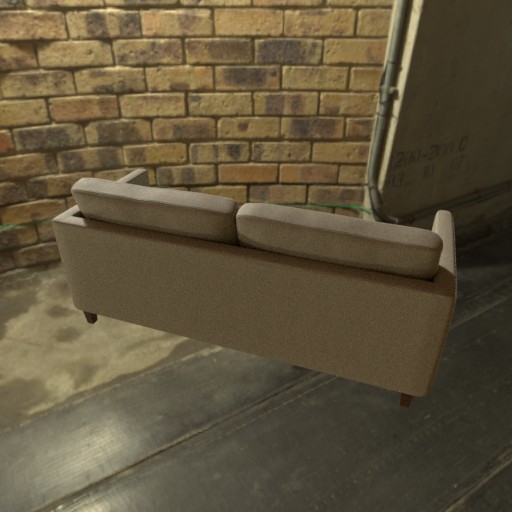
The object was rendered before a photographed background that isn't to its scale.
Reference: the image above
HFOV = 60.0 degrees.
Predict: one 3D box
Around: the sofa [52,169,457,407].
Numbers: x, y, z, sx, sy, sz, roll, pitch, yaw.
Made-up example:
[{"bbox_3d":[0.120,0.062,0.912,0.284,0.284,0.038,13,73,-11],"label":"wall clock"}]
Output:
[{"bbox_3d":[0.000,0.000,2.742,2.208,0.963,0.956,11,33,17],"label":"sofa"}]
